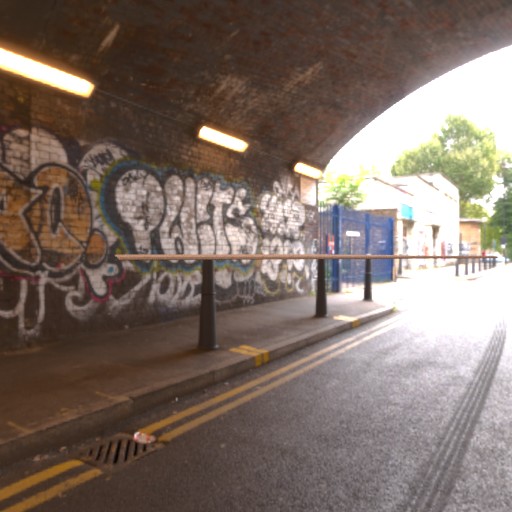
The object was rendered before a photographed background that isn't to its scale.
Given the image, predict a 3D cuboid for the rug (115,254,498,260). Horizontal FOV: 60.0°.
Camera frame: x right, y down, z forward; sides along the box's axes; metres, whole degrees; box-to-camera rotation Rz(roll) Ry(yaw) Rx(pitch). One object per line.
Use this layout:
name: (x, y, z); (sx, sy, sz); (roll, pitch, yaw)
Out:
rug: (0.000, 0.000, 4.049); (2.446, 0.015, 3.046); (0, 0, -18)
